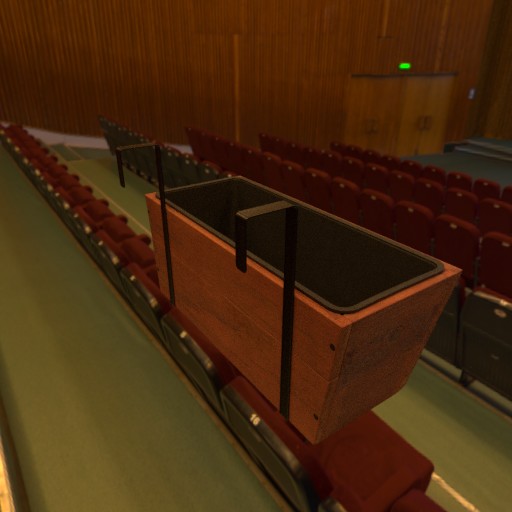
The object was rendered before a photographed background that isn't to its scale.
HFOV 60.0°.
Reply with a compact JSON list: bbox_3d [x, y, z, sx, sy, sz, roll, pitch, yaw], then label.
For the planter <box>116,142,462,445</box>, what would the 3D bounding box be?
[{"bbox_3d":[0.000,0.000,0.651,0.262,0.289,0.480,-17,31,-31],"label":"planter"}]
